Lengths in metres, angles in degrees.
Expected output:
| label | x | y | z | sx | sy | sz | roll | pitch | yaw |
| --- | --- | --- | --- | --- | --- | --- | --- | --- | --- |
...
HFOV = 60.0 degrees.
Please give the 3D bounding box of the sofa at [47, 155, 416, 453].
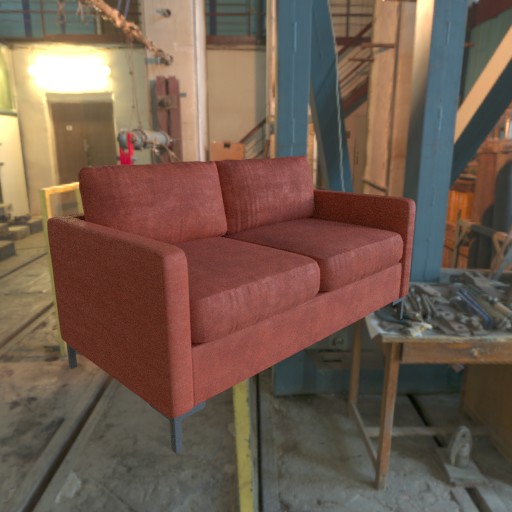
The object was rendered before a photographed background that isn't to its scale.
| label | x | y | z | sx | sy | sz | roll | pitch | yaw |
| --- | --- | --- | --- | --- | --- | --- | --- | --- | --- |
| sofa | 0.000 | 0.000 | 2.093 | 0.864 | 0.896 | 1.574 | 13 | 19 | 43 |
